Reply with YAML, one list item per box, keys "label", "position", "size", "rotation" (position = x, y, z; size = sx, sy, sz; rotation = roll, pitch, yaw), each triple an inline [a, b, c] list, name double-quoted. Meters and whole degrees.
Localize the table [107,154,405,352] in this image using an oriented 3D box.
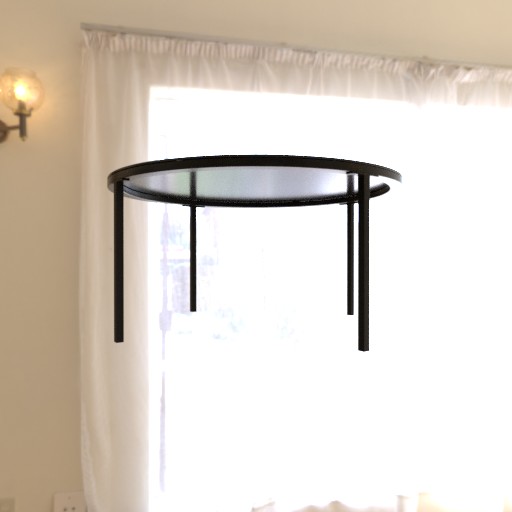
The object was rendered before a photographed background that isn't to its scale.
- label: "table"
  position: [0.000, 0.000, 1.257]
  size: [0.800, 0.400, 0.800]
  rotation: [0, 0, 0]
